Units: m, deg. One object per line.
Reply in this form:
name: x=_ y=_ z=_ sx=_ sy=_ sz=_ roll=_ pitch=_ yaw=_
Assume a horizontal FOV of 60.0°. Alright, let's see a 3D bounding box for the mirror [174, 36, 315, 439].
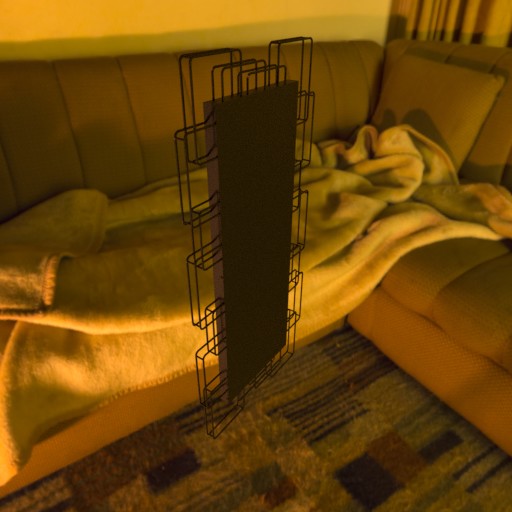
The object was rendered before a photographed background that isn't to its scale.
mirror: x=0.000 y=0.000 z=1.377 sx=0.037 sy=1.192 sz=0.565 roll=21 pitch=37 yaw=30
